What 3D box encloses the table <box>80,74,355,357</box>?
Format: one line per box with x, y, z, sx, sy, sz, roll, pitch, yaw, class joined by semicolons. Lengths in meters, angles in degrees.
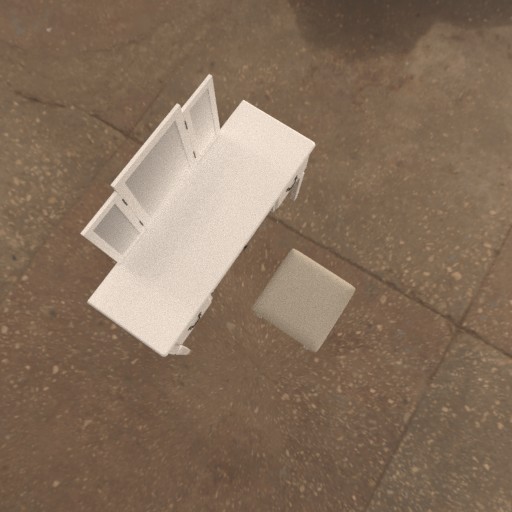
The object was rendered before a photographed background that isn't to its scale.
0.000;0.000;2.349;1.115;1.310;1.369;33;78;8;table
